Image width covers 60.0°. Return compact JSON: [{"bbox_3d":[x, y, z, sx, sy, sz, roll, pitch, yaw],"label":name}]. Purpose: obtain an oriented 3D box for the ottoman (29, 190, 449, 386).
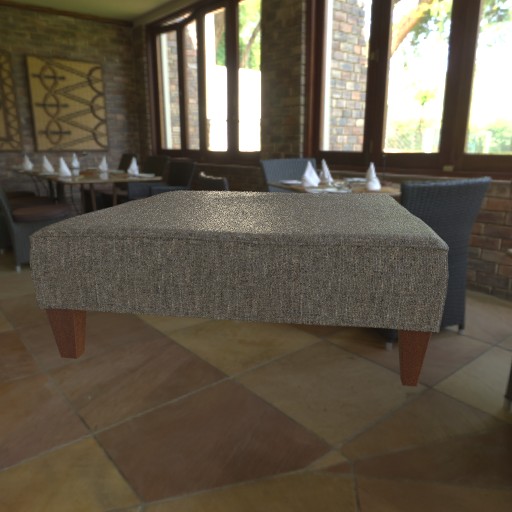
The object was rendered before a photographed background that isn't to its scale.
[{"bbox_3d":[0.000,0.000,1.512,1.016,0.379,0.981,2,14,9],"label":"ottoman"}]
